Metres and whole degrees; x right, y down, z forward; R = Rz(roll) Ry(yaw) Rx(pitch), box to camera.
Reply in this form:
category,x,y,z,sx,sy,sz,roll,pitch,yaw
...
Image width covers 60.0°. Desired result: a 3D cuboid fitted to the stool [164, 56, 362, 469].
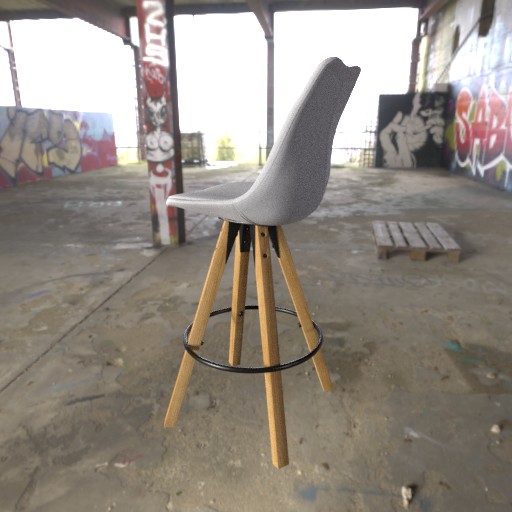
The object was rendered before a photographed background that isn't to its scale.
category,x,y,z,sx,sy,sz,roll,pitch,yaw
stool,0.000,0.000,1.412,0.550,1.115,0.484,8,18,26
